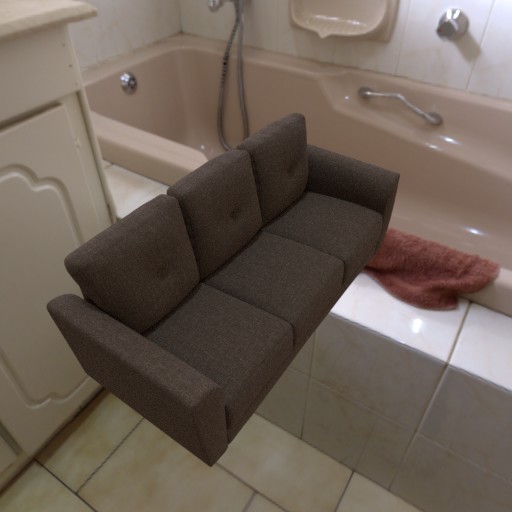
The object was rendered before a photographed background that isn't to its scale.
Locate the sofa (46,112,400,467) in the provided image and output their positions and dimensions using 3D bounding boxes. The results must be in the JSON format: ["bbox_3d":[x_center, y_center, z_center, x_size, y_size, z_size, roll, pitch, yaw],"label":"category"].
[{"bbox_3d":[0.000,0.000,2.324,0.837,0.891,1.847,25,47,26],"label":"sofa"}]
